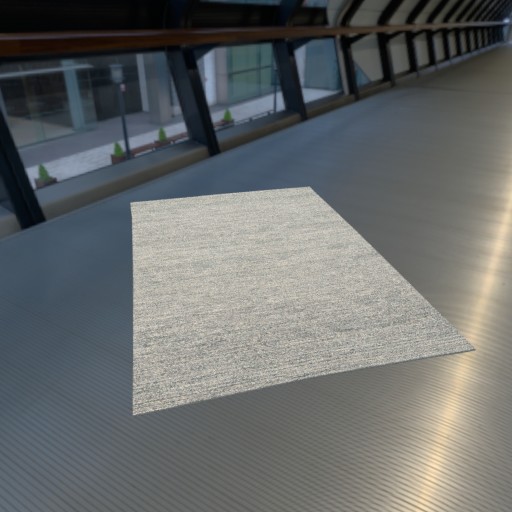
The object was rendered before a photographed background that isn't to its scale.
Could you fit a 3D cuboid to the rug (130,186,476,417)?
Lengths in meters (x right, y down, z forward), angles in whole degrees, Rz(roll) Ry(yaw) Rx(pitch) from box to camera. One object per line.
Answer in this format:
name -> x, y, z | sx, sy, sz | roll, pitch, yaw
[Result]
rug -> 0.000, 0.000, 2.947 | 1.616, 0.030, 2.338 | -7, 30, -12
